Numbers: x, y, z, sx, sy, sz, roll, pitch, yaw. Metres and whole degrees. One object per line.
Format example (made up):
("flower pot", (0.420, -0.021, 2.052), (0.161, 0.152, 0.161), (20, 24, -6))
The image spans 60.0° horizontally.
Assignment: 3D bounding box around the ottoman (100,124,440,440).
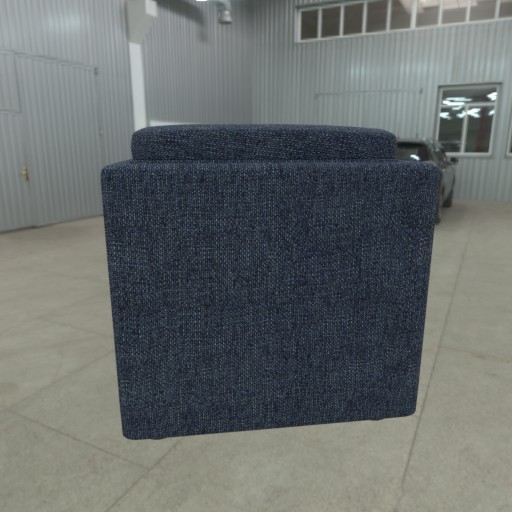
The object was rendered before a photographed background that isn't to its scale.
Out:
("ottoman", (0.000, 0.000, 0.819), (0.450, 0.460, 0.450), (-2, 14, -8))
